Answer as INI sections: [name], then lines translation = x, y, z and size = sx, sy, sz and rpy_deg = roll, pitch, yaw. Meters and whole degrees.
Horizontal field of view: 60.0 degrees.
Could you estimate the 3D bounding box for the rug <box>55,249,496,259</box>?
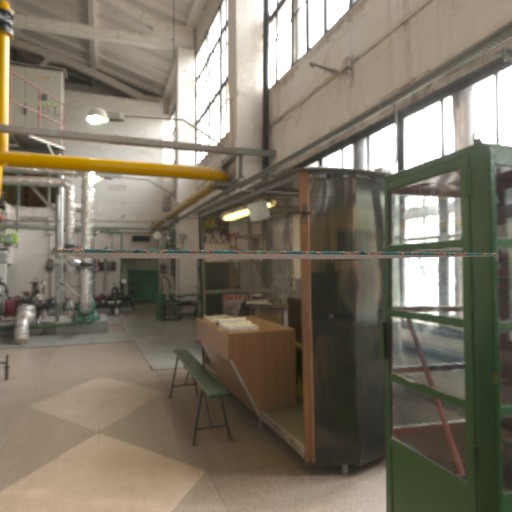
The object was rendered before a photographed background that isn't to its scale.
[rug]
translation = 0.000, 0.000, 4.150
size = 3.204, 0.025, 2.434
rpy_deg = 0, -1, -18
